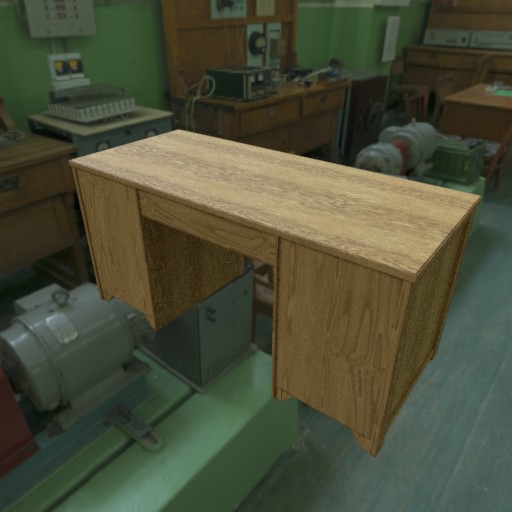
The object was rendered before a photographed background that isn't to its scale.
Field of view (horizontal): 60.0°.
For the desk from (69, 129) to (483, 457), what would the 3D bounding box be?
[{"bbox_3d":[0.000,0.000,1.980,1.567,0.751,0.685,21,36,31],"label":"desk"}]
